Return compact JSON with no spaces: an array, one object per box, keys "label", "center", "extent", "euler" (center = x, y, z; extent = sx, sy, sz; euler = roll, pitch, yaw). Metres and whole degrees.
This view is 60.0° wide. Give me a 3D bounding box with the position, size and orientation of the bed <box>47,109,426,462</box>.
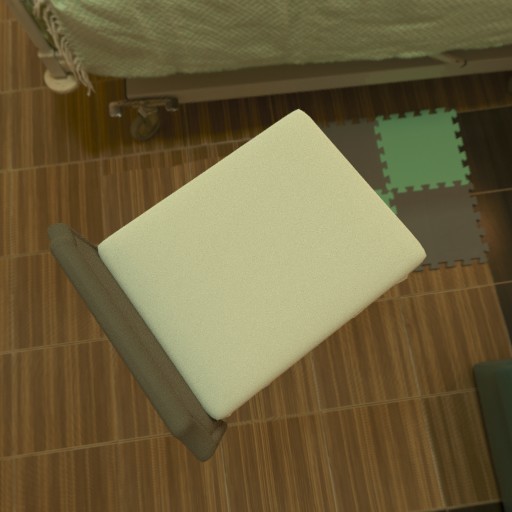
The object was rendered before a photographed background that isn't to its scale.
[{"label":"bed","center":[0.000,0.000,3.356],"extent":[2.181,1.297,1.831],"euler":[-36,79,-8]}]
